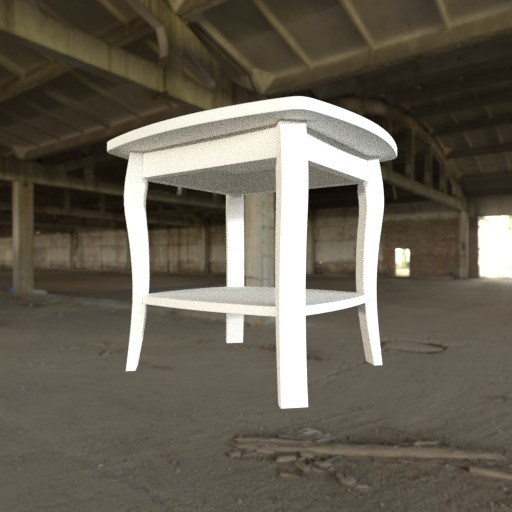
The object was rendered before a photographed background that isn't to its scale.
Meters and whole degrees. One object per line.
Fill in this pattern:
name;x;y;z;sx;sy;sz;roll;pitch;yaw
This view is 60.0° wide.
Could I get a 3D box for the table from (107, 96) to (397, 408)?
table;0.000;0.000;0.885;0.502;0.438;0.451;0;0;36
